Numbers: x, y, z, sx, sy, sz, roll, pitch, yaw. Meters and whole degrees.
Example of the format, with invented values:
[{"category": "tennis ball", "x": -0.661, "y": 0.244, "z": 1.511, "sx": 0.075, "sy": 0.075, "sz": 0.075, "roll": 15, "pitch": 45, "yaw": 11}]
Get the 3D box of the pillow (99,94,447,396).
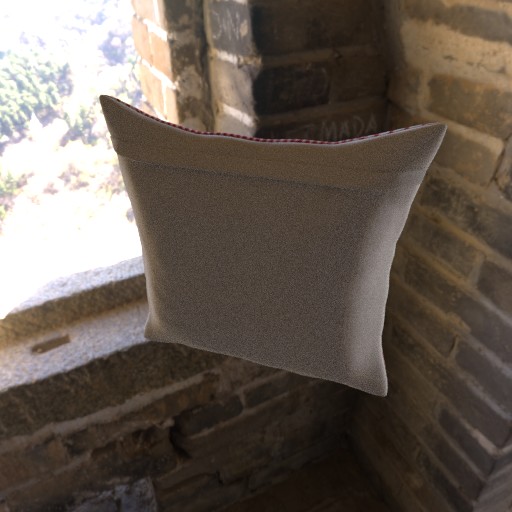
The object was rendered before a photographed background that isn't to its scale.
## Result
[{"category": "pillow", "x": 0.000, "y": 0.000, "z": 0.689, "sx": 0.463, "sy": 0.454, "sz": 0.160, "roll": 10, "pitch": 33, "yaw": 16}]
